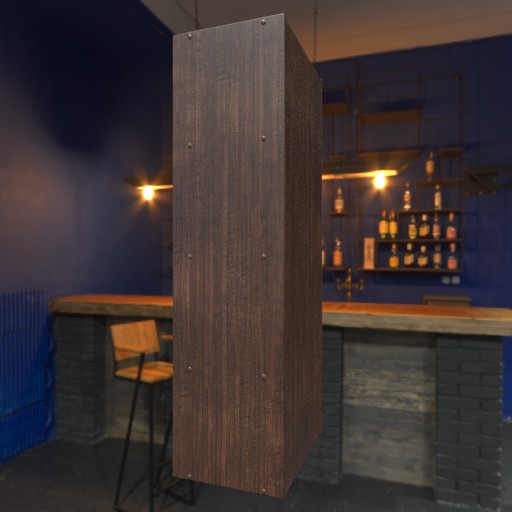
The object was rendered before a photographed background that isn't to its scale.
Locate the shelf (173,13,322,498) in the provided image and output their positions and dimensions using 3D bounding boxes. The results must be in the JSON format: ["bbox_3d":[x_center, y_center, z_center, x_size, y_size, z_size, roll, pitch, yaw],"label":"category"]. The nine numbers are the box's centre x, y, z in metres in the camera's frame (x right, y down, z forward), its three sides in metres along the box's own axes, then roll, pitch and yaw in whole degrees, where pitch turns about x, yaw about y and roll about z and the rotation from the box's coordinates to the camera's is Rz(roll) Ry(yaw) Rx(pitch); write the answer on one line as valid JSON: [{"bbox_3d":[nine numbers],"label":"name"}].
[{"bbox_3d":[0.000,0.000,1.246,0.290,1.099,0.415,0,0,20],"label":"shelf"}]
